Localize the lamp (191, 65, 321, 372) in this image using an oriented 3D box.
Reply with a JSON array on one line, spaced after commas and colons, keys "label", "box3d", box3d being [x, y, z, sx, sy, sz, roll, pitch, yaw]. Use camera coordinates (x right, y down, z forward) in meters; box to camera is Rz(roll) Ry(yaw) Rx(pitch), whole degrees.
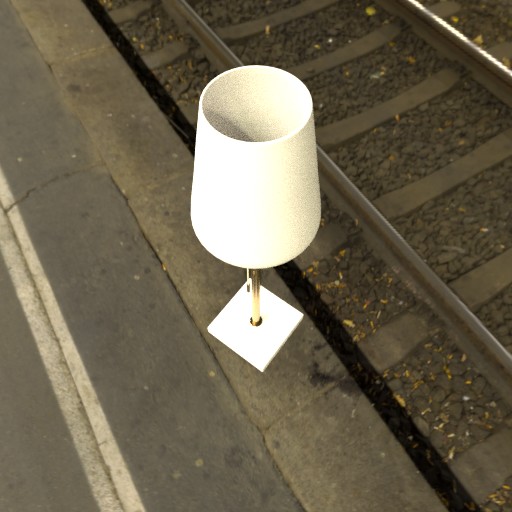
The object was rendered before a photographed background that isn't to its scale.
[{"label": "lamp", "box3d": [0.000, 0.000, 0.733, 0.181, 0.639, 0.181, 33, 66, 17]}]
